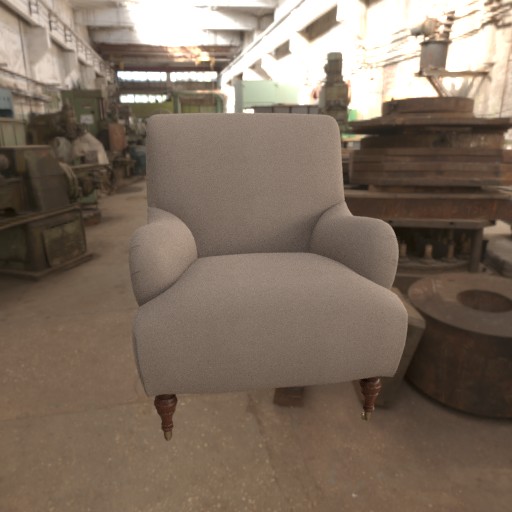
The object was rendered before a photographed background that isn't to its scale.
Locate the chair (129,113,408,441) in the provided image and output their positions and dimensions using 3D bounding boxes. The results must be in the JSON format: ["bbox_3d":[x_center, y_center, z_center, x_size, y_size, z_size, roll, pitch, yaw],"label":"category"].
[{"bbox_3d":[0.000,0.000,1.508,0.766,0.942,0.842,-2,17,-8],"label":"chair"}]
